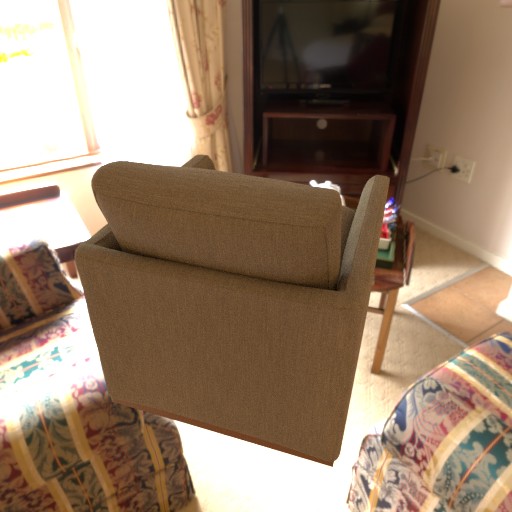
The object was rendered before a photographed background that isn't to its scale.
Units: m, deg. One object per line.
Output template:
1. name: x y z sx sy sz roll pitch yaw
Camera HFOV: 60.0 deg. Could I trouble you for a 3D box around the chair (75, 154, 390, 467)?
1. chair: 0.000 0.000 1.472 0.763 0.811 0.834 10 33 16
